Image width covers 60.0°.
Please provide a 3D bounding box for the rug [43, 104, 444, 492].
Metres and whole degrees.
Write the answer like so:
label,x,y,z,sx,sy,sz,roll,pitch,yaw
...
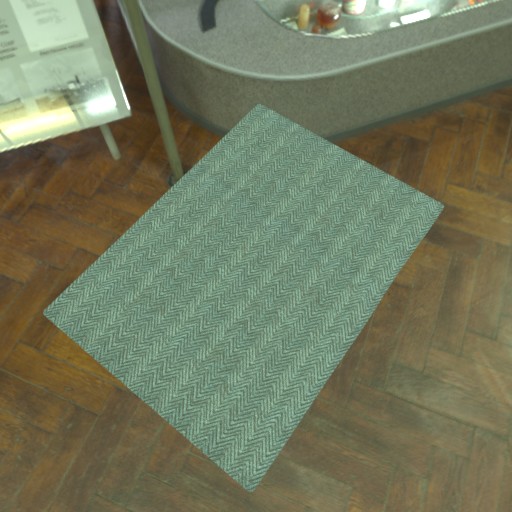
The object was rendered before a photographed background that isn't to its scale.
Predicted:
label,x,y,z,sx,sy,sz,roll,pitch,yaw
rug,0.000,0.000,5.175,2.894,0.011,3.957,34,68,16
